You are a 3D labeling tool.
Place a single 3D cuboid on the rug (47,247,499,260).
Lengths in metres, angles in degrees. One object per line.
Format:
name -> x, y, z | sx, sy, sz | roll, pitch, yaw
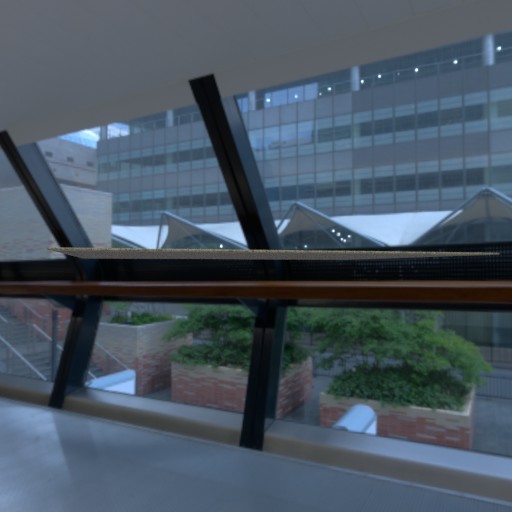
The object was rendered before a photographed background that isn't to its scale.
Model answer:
rug -> 0.000, 0.000, 4.129 | 3.201, 0.014, 2.437 | 0, -2, -17
